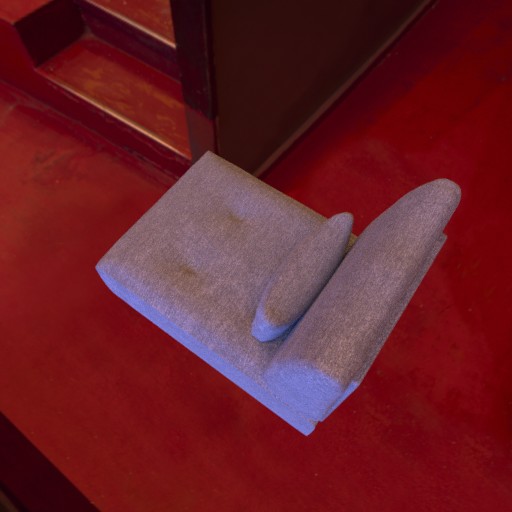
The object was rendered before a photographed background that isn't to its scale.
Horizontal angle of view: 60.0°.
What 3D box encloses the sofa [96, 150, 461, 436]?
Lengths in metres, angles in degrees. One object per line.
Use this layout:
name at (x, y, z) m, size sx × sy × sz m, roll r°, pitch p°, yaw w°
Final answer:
sofa at (0.000, 0.000, 1.564) m, size 1.000 × 0.820 × 0.700 m, roll 32°, pitch 67°, yaw 16°
